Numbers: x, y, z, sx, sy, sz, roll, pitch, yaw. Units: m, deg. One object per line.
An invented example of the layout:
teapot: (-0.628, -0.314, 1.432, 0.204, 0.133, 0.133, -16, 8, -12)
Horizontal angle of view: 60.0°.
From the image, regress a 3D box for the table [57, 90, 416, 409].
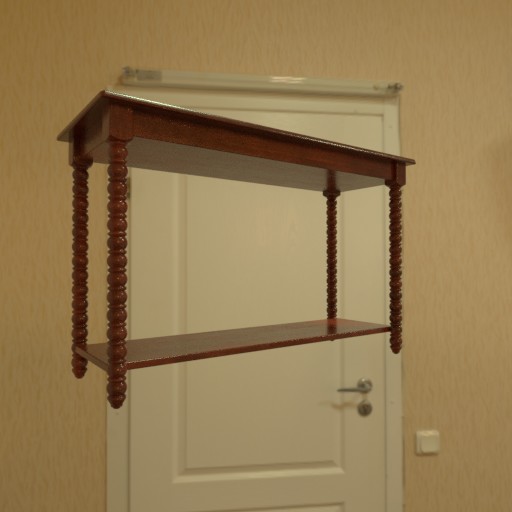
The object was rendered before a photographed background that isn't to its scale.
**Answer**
table: (0.000, 0.000, 1.517, 1.184, 0.740, 0.459, 1, -1, -36)
